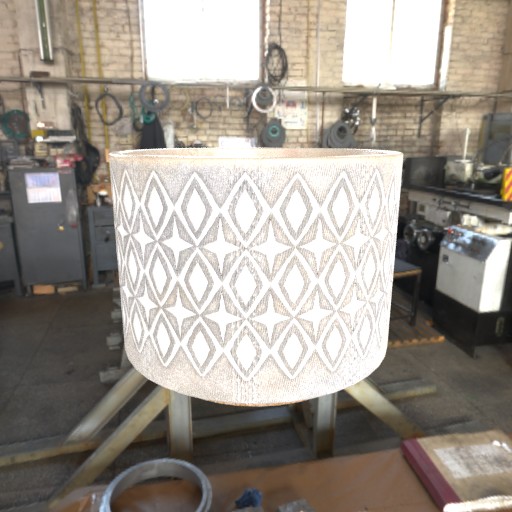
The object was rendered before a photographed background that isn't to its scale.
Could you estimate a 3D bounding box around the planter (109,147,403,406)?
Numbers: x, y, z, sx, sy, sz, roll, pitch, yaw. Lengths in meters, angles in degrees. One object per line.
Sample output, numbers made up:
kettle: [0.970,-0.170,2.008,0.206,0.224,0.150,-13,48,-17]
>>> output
planter: [0.000,0.000,0.276,0.164,0.127,0.164,0,15,0]
